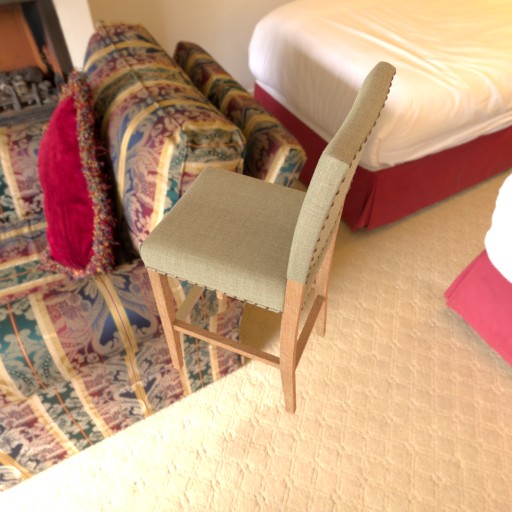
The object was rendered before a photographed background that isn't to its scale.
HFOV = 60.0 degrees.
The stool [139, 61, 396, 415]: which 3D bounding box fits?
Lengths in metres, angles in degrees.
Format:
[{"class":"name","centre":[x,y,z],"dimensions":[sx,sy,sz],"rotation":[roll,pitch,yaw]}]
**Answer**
[{"class":"stool","centre":[0.000,0.000,1.463],"dimensions":[0.585,1.203,0.445],"rotation":[18,50,16]}]
